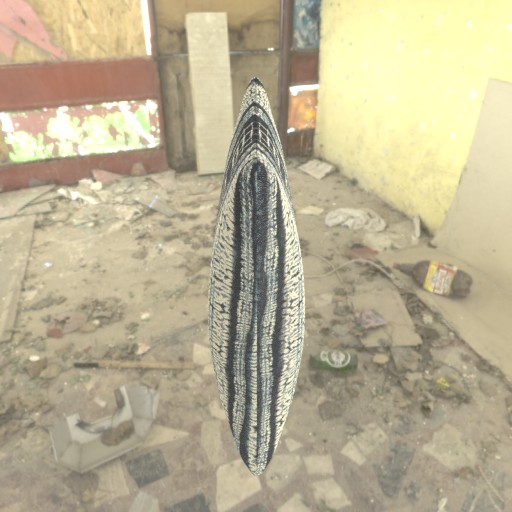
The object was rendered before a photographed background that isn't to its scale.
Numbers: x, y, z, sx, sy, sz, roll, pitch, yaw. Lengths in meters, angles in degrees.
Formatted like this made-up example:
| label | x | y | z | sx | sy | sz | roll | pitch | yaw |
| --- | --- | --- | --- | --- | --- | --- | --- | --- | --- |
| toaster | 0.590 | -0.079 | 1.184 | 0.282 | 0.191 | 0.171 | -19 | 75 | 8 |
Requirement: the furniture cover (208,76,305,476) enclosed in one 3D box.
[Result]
| label | x | y | z | sx | sy | sz | roll | pitch | yaw |
| --- | --- | --- | --- | --- | --- | --- | --- | --- | --- |
| furniture cover | 0.000 | 0.000 | 0.657 | 0.133 | 0.435 | 0.425 | 0 | 31 | 0 |
